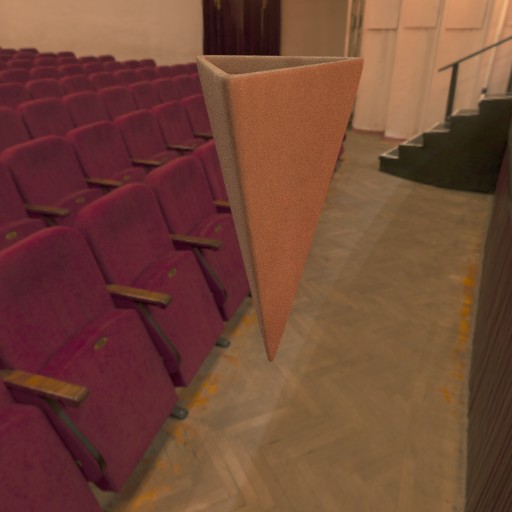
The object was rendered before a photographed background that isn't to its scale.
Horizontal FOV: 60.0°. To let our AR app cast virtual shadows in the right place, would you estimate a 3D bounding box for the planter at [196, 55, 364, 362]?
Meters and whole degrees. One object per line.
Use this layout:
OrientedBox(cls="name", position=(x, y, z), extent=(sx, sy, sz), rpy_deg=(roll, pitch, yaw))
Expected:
OrientedBox(cls="planter", position=(0.000, 0.000, 0.276), extent=(0.101, 0.224, 0.081), rpy_deg=(8, 27, 17))
